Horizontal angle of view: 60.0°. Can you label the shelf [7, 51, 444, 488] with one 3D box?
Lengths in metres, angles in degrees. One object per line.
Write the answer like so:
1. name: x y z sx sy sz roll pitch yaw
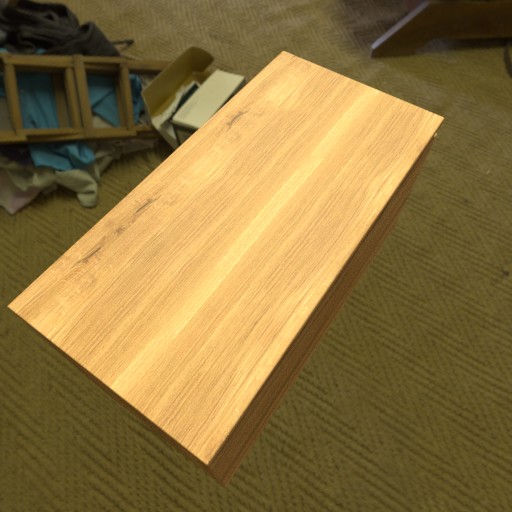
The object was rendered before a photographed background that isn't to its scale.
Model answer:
1. shelf: 0.000 0.000 0.979 0.400 0.400 0.800 31 63 17
